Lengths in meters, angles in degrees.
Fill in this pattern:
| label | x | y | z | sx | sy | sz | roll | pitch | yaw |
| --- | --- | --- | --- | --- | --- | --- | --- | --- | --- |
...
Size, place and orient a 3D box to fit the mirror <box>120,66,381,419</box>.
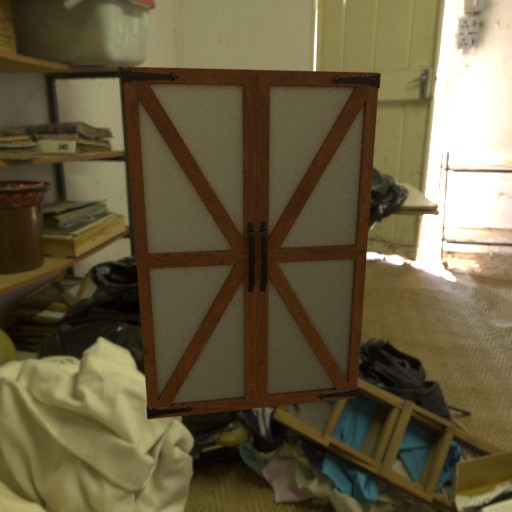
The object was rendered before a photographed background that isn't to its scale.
| label | x | y | z | sx | sy | sz | roll | pitch | yaw |
| --- | --- | --- | --- | --- | --- | --- | --- | --- | --- |
| mirror | 0.000 | 0.000 | 0.977 | 0.517 | 0.761 | 0.053 | -3 | 16 | -9 |
